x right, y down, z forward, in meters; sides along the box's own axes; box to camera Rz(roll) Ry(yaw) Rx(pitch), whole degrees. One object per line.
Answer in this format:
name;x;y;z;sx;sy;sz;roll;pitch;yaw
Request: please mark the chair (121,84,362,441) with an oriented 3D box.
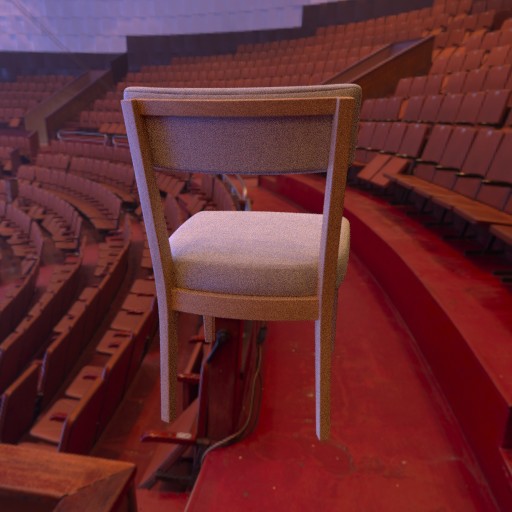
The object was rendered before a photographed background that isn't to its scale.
chair;0.000;0.000;1.200;0.508;0.832;0.572;3;17;9
